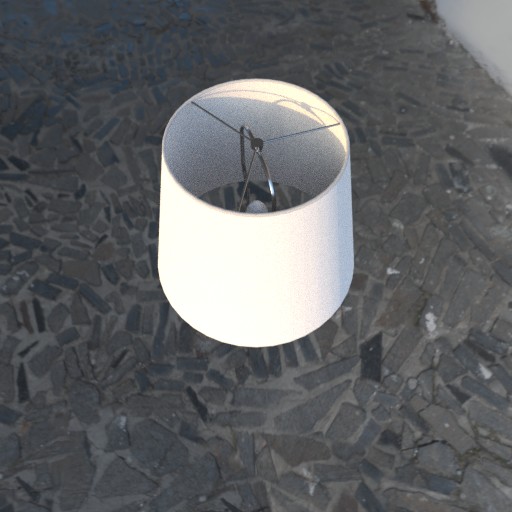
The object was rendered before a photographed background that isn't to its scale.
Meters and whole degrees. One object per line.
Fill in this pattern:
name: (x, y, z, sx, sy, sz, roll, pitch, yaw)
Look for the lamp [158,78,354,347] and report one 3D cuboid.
lamp: (0.000, 0.000, 0.815, 0.355, 0.582, 0.355, 0, 59, 0)
